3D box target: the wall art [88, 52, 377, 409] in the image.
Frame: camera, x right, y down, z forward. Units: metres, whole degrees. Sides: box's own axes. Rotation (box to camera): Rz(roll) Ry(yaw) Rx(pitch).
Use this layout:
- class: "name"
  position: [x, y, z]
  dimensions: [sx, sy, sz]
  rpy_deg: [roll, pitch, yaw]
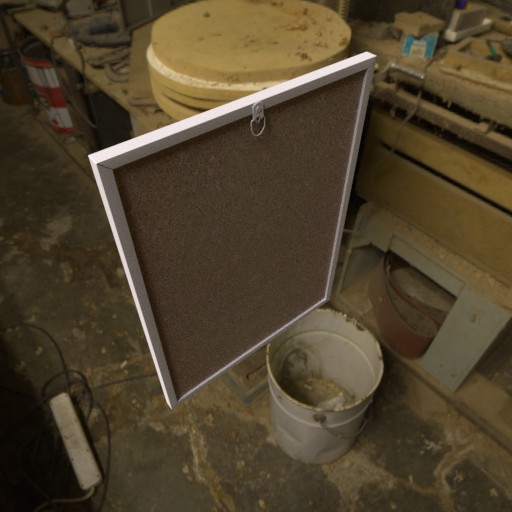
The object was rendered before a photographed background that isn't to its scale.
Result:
- class: "wall art"
  position: [0.000, 0.000, 1.406]
  dimensions: [0.805, 1.056, 0.042]
  rpy_deg: [-30, 53, -26]
